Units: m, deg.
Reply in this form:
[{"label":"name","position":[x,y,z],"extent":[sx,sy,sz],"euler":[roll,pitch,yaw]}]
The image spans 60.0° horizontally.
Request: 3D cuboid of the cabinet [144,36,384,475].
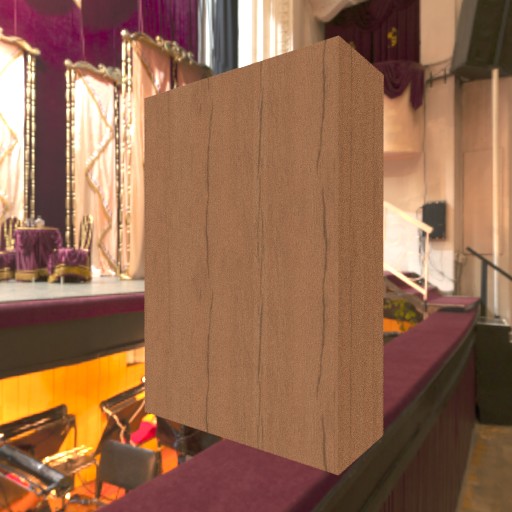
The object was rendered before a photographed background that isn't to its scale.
[{"label":"cabinet","position":[0.000,0.000,2.730],"extent":[1.400,2.070,0.580],"euler":[0,0,37]}]
